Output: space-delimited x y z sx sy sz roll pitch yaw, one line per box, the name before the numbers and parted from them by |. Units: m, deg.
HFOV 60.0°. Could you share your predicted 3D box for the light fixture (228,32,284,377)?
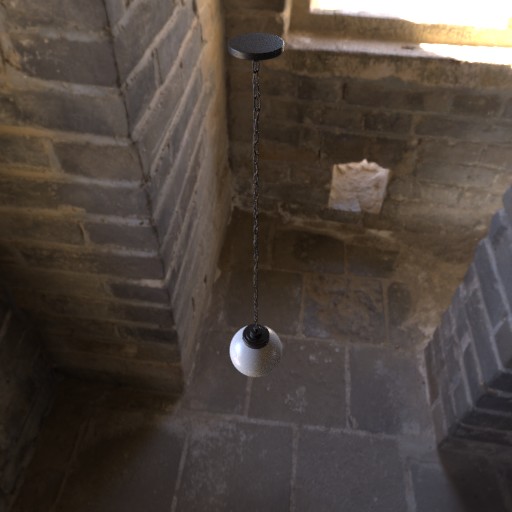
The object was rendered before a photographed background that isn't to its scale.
light fixture | 0.000 0.000 2.025 0.305 1.867 0.304 -31 53 -27
